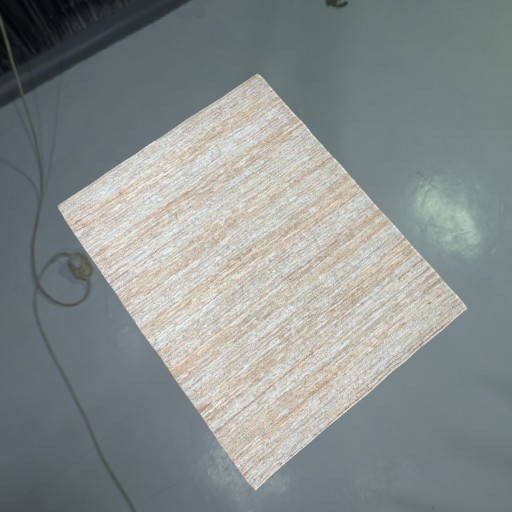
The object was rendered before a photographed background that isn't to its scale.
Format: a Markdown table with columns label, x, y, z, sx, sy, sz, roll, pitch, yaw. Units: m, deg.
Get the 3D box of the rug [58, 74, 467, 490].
| label | x | y | z | sx | sy | sz | roll | pitch | yaw |
| --- | --- | --- | --- | --- | --- | --- | --- | --- | --- |
| rug | 0.000 | 0.000 | 3.871 | 2.313 | 0.009 | 2.939 | -37 | 78 | -9 |
